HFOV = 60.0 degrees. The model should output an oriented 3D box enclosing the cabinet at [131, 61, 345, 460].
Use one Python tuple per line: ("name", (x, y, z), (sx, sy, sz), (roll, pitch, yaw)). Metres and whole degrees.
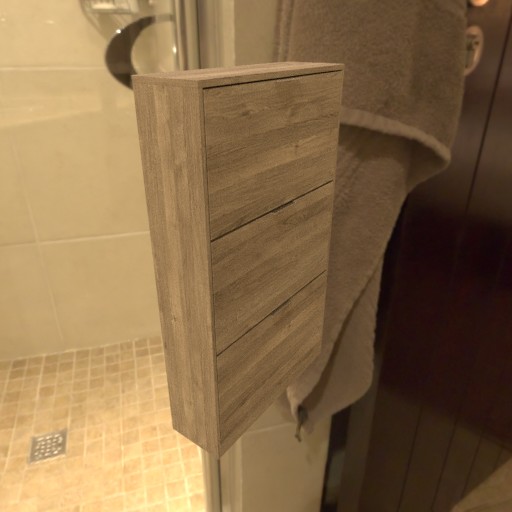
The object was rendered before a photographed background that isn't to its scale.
("cabinet", (0.000, 0.000, 1.641), (0.250, 1.280, 0.750), (19, 32, 32))
